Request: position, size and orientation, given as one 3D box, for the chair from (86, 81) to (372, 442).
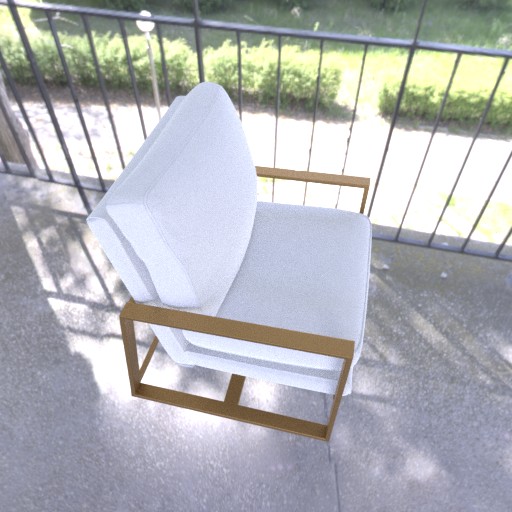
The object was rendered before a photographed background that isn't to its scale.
[{"bbox_3d":[0.000,0.000,1.578,0.813,0.966,0.805,10,48,9],"label":"chair"}]
